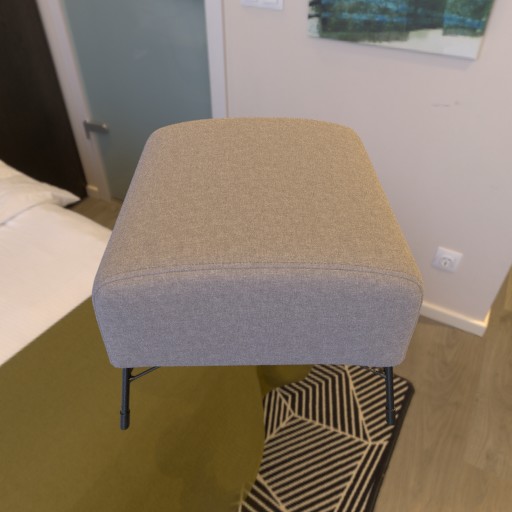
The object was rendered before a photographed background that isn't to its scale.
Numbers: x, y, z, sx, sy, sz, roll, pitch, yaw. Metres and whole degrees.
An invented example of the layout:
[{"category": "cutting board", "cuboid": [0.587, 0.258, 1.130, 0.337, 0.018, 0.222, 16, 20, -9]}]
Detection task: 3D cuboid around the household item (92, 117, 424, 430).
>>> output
[{"category": "household item", "cuboid": [0.000, 0.000, 0.914, 0.530, 0.410, 0.530, -1, 40, -1]}]
